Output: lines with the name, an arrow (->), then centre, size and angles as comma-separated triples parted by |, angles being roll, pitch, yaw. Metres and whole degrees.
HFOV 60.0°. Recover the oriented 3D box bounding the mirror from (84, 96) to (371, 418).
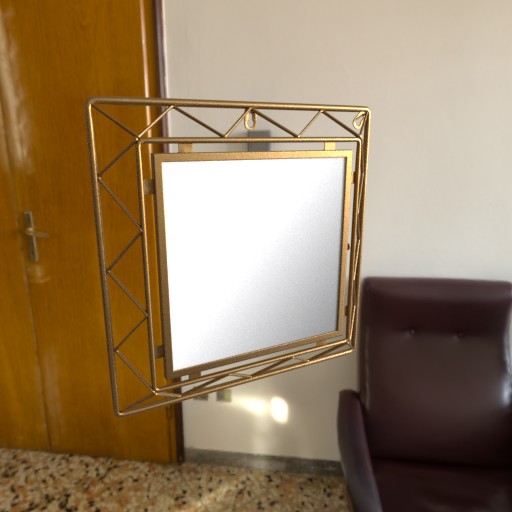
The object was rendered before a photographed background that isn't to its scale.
mirror -> 0.000, 0.000, 0.624 | 0.416, 0.414, 0.046 | -8, 17, -27
